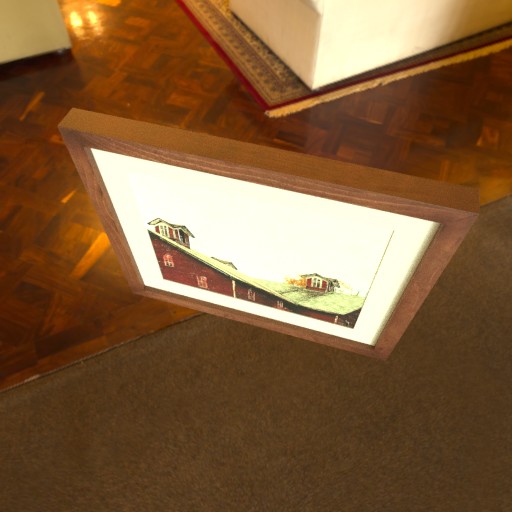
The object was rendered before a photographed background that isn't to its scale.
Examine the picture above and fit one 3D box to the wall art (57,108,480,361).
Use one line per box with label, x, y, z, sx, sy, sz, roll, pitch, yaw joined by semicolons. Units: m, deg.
wall art;0.000;0.000;0.548;0.401;0.328;0.030;14;56;9
